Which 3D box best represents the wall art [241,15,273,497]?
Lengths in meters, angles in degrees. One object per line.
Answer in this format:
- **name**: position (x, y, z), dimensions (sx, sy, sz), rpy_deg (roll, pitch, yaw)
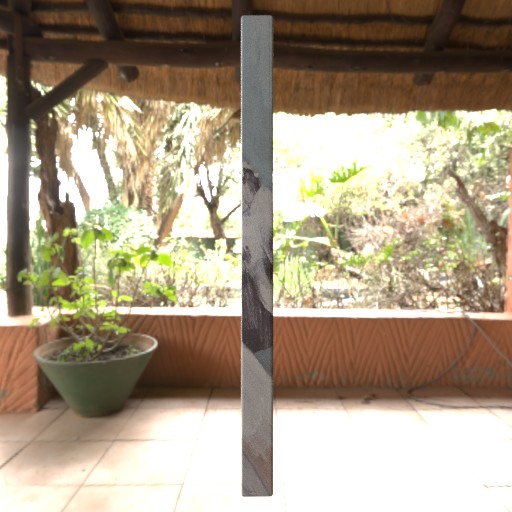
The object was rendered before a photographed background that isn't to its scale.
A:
- **wall art**: position (0.000, 0.000, 1.140), dimensions (0.061, 0.911, 0.609), rpy_deg (0, 0, 0)
